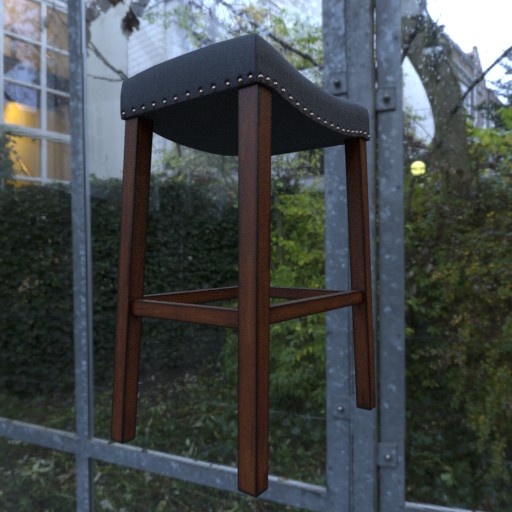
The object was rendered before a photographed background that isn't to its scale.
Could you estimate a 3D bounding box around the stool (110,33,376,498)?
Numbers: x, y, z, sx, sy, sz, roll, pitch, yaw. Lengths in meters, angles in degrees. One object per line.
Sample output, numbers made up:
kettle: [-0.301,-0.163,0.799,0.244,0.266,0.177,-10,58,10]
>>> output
stool: [0.000,0.000,0.992,0.366,0.748,0.502,0,1,36]
